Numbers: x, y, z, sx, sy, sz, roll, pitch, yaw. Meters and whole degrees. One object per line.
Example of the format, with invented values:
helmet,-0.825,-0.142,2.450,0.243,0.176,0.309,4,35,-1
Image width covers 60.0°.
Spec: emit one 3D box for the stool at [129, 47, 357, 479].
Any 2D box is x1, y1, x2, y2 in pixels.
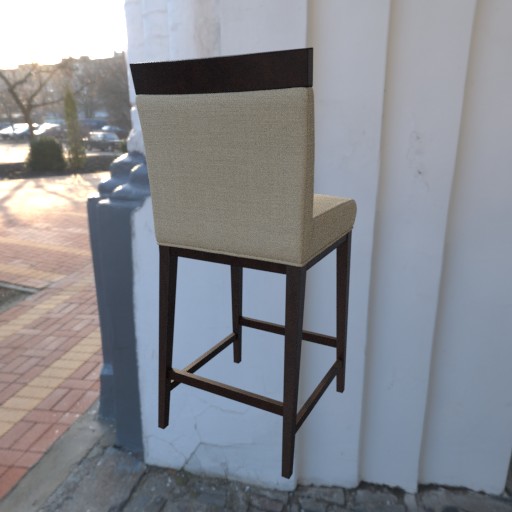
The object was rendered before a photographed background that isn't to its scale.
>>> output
stool,0.000,0.000,1.406,0.511,1.117,0.531,9,18,27
